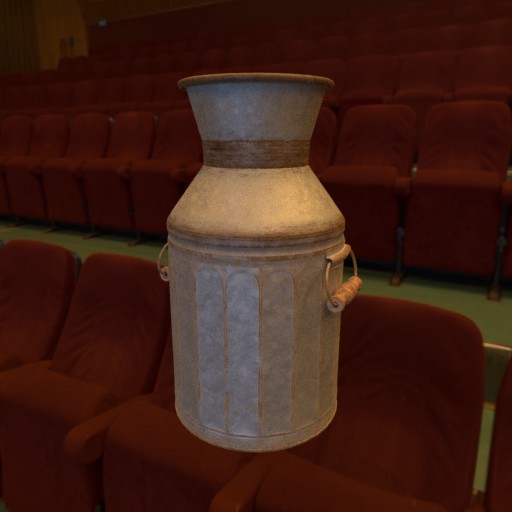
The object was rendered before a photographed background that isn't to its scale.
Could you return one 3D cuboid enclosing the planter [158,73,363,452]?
[{"bbox_3d":[0.000,0.000,0.540,0.245,0.396,0.214,8,18,26],"label":"planter"}]
